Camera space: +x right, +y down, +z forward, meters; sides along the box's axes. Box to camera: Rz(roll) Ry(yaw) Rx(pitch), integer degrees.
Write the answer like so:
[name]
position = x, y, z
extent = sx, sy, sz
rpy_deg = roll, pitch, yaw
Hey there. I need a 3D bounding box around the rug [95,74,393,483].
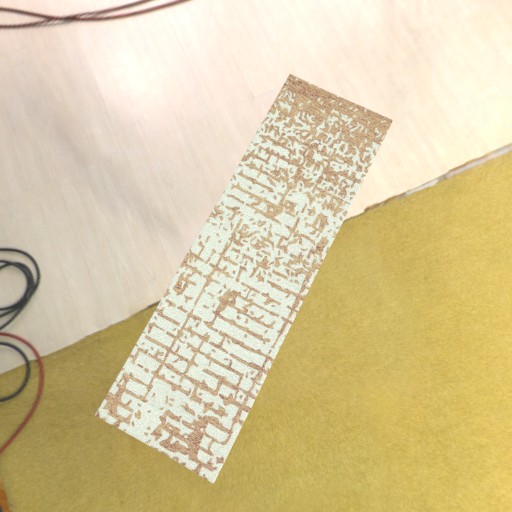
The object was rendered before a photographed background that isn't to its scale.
[rug]
position = 0.000, 0.000, 2.666
extent = 0.750, 0.011, 2.435
rpy_deg = 27, 78, 6
